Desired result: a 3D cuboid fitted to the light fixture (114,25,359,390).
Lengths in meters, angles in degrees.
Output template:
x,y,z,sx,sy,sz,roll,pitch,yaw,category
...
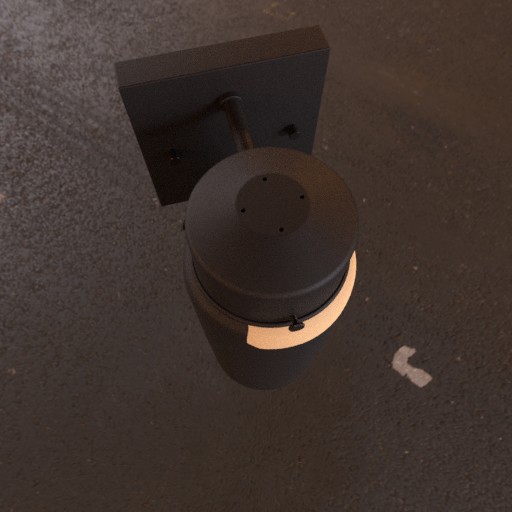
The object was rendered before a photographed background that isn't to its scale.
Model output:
x,y,z,sx,sy,sz,roll,pitch,yaw,category
0.000,0.000,0.351,0.130,0.257,0.176,-14,65,-6,light fixture
